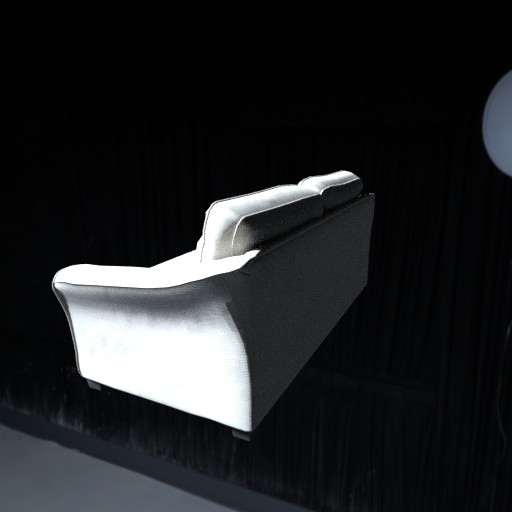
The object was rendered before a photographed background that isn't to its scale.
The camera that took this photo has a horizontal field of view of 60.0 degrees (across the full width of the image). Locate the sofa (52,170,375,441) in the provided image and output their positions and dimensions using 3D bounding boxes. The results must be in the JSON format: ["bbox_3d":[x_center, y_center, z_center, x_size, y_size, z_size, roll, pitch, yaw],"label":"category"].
[{"bbox_3d":[0.000,0.000,2.738,0.980,0.965,2.270,7,17,25],"label":"sofa"}]
